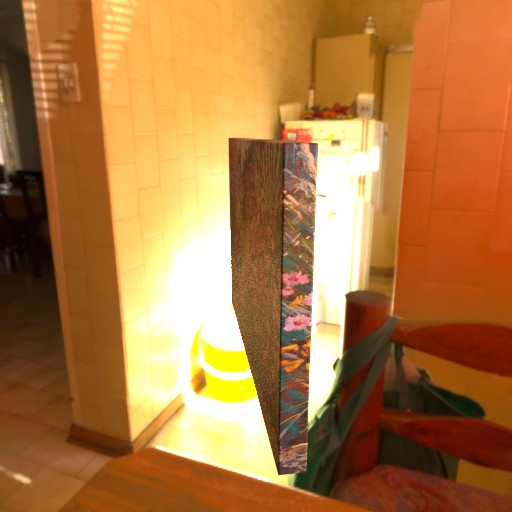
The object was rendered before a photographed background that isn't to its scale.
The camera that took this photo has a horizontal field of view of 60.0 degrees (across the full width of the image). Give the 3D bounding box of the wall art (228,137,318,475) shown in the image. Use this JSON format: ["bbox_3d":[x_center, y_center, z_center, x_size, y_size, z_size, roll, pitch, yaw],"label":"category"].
[{"bbox_3d":[0.000,0.000,0.798,0.037,0.406,0.610,-2,16,-8],"label":"wall art"}]
